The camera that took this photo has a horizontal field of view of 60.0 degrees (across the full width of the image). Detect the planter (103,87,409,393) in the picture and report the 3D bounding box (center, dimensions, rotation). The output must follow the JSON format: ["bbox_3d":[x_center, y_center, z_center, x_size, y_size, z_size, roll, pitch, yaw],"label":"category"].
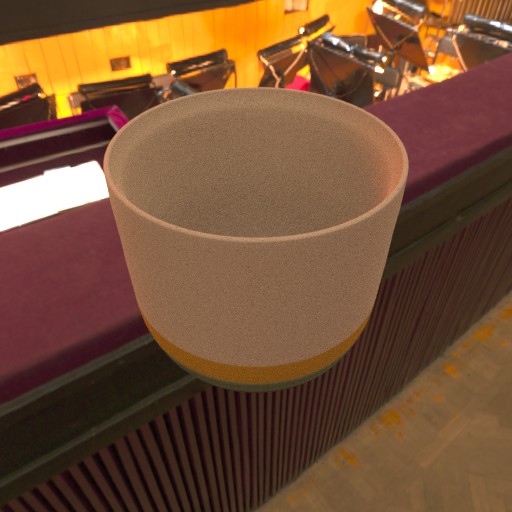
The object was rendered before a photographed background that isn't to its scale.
[{"bbox_3d":[0.000,0.000,0.487,0.268,0.270,0.268,0,42,0],"label":"planter"}]
